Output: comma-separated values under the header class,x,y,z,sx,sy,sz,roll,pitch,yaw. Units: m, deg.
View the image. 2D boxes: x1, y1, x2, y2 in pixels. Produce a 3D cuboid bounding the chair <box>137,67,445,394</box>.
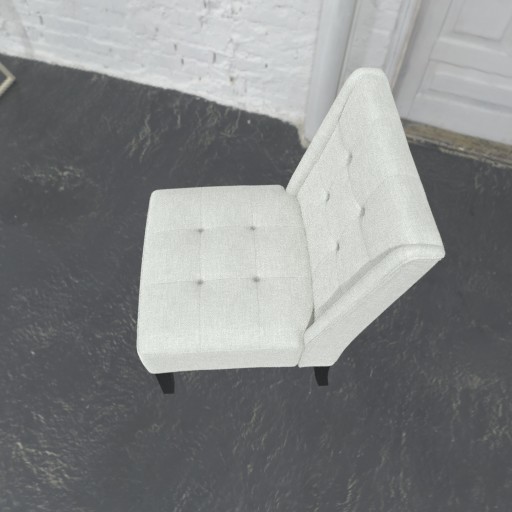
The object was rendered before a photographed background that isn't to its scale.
class,x,y,z,sx,sy,sz,roll,pitch,yaw
chair,0.000,0.000,1.294,0.676,0.853,0.569,-3,58,-2
